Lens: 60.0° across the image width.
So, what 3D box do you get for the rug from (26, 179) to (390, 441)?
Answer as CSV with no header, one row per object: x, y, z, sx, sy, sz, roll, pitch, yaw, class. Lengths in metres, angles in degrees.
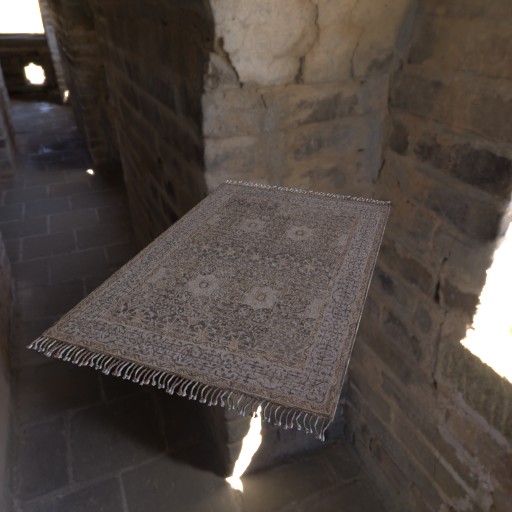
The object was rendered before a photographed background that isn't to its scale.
0.000,0.000,2.414,1.237,0.010,2.029,11,32,17,rug
